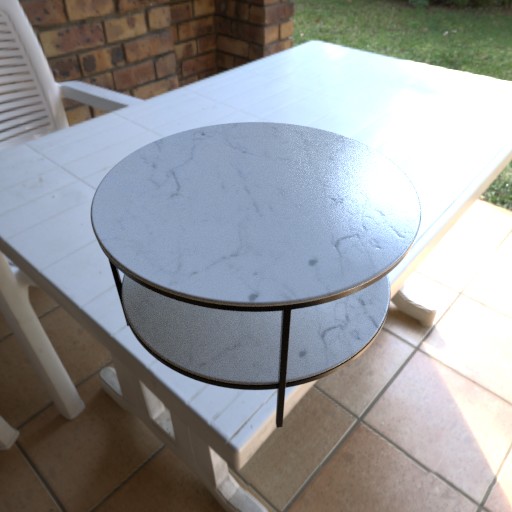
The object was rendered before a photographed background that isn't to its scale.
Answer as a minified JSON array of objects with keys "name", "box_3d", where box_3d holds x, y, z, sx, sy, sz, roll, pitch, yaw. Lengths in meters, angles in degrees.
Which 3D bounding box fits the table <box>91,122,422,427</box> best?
[{"name":"table","box_3d":[0.000,0.000,1.257,0.800,0.450,0.800,0,40,0]}]
